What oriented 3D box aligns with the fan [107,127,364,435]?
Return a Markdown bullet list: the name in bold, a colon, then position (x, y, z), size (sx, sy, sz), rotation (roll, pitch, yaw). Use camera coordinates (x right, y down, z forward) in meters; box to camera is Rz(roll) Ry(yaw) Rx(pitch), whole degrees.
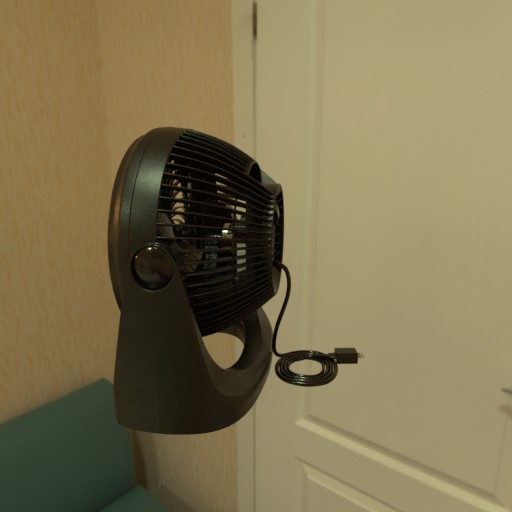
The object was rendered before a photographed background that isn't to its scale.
- **fan**: position (0.000, 0.000, 0.494), size (0.256, 0.277, 0.273), rotation (2, 15, 9)
